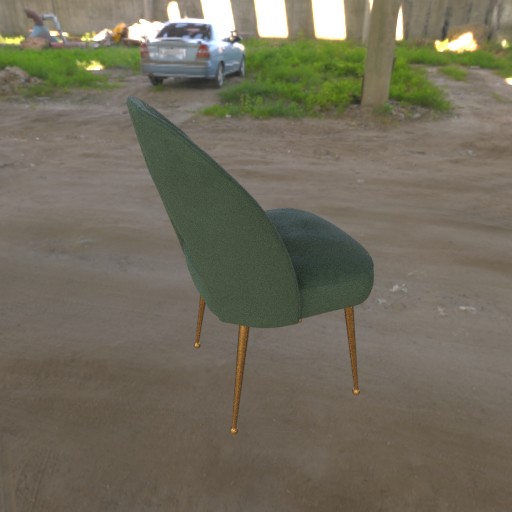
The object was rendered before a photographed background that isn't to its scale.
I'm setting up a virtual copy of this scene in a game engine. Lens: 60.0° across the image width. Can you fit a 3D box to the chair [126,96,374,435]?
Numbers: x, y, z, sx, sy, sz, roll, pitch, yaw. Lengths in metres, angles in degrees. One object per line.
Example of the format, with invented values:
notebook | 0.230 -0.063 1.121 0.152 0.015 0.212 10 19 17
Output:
chair | 0.000 0.000 1.232 0.577 0.860 0.527 -11 30 -19
